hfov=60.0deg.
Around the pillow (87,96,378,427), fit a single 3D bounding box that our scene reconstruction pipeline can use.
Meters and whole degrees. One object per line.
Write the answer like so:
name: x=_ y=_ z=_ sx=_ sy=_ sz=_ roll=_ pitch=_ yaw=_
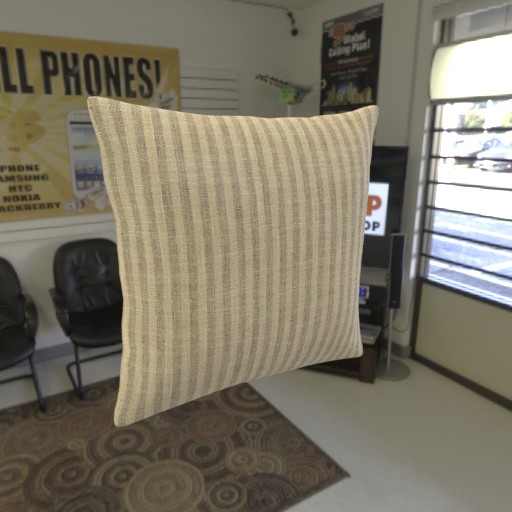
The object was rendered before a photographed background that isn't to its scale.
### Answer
pillow: x=0.000 y=0.000 z=0.771 sx=0.523 sy=0.510 sz=0.166 roll=-9 pitch=18 yaw=-28
